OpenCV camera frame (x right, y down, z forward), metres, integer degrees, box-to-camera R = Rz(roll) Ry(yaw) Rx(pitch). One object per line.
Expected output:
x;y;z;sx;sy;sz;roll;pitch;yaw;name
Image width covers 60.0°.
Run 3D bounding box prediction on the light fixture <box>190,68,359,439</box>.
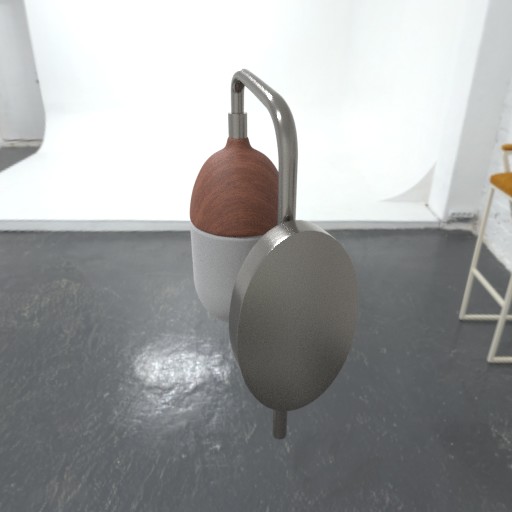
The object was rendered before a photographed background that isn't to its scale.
0.000;0.000;0.444;0.108;0.343;0.216;-9;28;-17;light fixture
